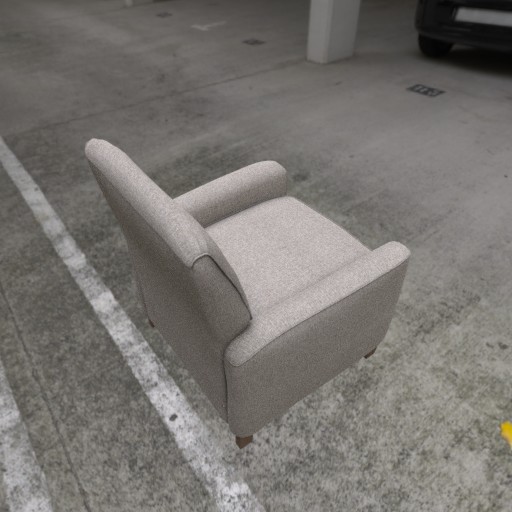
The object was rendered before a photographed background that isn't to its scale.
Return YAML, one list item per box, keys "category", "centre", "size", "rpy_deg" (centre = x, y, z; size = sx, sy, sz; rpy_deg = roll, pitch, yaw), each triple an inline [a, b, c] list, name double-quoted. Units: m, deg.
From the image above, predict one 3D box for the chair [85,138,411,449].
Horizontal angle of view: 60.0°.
- category: "chair"
  centre: [0.000, 0.000, 1.673]
  size: [0.864, 1.014, 0.848]
  rpy_deg: [-26, 48, -26]
